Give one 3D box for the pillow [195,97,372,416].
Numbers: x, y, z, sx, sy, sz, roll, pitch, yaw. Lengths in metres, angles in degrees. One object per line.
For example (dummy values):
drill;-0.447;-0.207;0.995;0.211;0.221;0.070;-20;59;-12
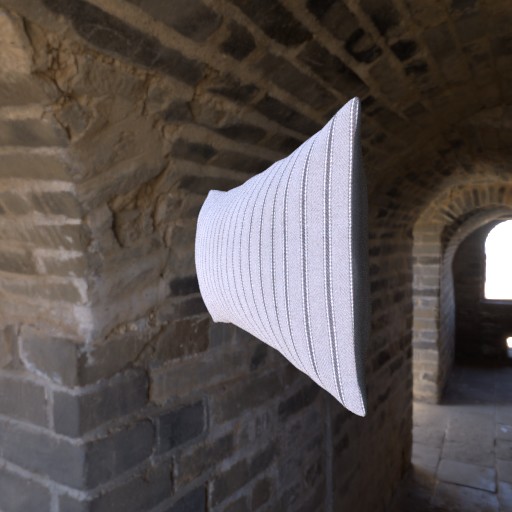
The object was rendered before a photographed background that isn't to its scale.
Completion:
pillow;0.000;0.000;0.699;0.151;0.305;0.609;0;1;-19
